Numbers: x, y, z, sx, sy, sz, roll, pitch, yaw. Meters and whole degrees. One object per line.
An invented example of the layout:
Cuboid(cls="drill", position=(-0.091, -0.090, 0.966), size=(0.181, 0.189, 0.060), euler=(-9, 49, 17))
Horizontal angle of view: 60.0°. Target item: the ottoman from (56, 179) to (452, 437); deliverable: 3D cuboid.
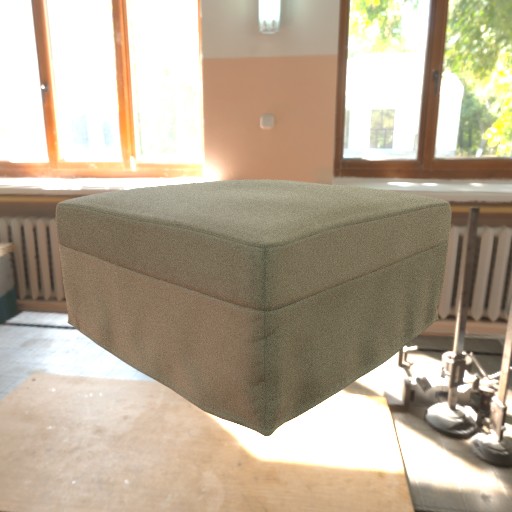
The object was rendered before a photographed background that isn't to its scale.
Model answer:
Cuboid(cls="ottoman", position=(0.000, 0.000, 1.314), size=(0.842, 0.441, 0.843), euler=(13, 19, 42))
